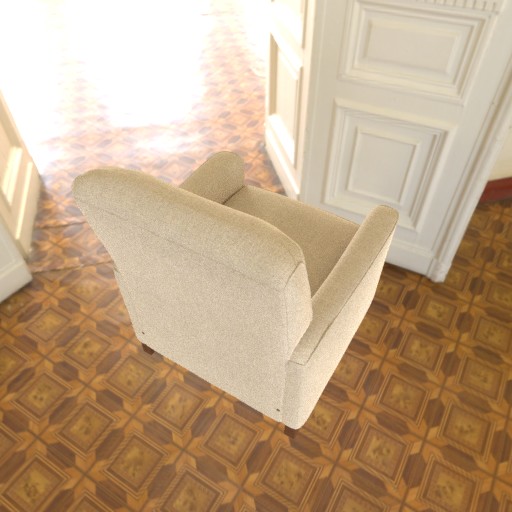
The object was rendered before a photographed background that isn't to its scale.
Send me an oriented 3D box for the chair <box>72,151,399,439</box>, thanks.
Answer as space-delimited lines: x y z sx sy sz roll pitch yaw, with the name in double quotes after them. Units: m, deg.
0.000 0.000 1.662 0.845 1.023 0.859 23 51 21 "chair"
